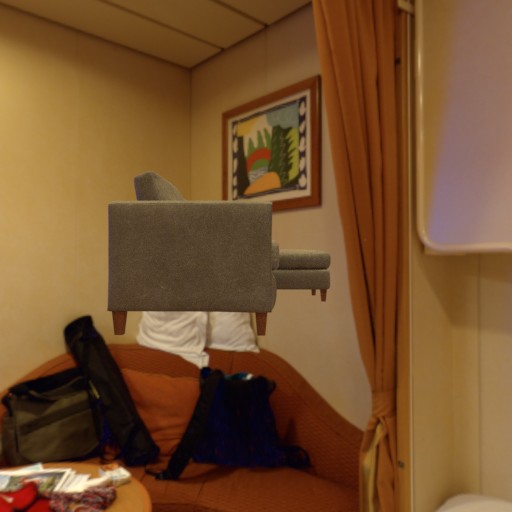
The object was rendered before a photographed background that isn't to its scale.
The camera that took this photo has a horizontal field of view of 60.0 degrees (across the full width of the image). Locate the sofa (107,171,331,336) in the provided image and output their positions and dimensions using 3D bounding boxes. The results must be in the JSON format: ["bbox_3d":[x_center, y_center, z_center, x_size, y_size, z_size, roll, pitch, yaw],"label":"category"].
[{"bbox_3d":[0.000,0.000,4.131,1.604,0.950,3.471,0,-1,1],"label":"sofa"}]
